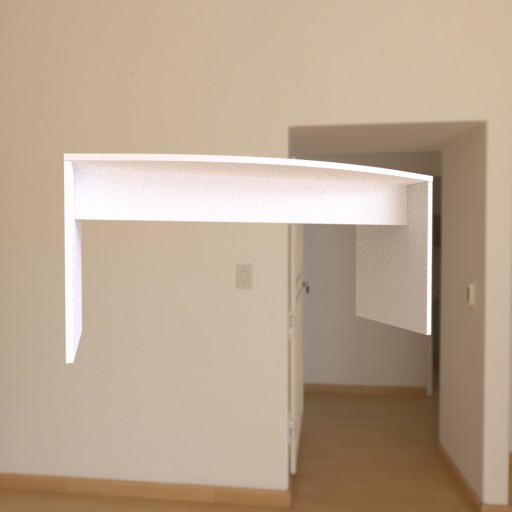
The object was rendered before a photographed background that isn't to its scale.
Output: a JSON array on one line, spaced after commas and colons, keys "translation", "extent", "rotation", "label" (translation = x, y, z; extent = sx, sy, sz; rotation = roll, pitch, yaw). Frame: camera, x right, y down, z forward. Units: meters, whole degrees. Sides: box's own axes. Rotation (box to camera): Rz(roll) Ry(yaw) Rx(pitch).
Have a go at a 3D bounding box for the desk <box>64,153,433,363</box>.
[{"translation": [0.000, 0.000, 2.060], "extent": [1.600, 0.750, 0.802], "rotation": [0, 1, -19], "label": "desk"}]
